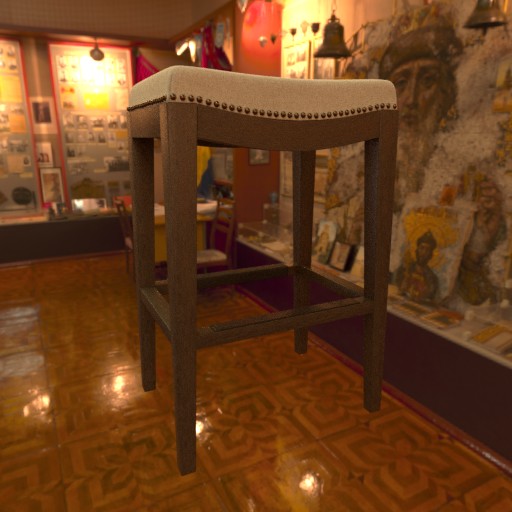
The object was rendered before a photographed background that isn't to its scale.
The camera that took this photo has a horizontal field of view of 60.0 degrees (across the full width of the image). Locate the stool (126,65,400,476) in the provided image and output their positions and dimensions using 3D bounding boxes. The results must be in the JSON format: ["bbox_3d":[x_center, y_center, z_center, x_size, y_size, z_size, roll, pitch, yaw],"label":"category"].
[{"bbox_3d":[0.000,0.000,1.028,0.498,0.759,0.358,-7,17,-25],"label":"stool"}]
